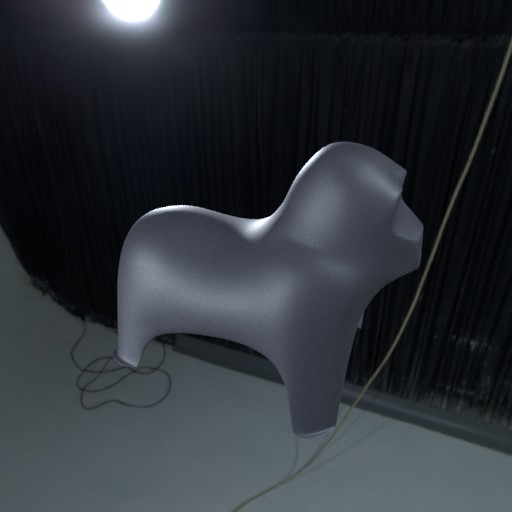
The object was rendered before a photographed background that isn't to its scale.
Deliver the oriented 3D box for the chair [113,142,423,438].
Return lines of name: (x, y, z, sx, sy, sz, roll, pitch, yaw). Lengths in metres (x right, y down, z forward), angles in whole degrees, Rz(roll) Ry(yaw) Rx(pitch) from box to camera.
chair: (0.000, 0.000, 1.106, 0.758, 0.600, 0.490, 11, 31, 18)
